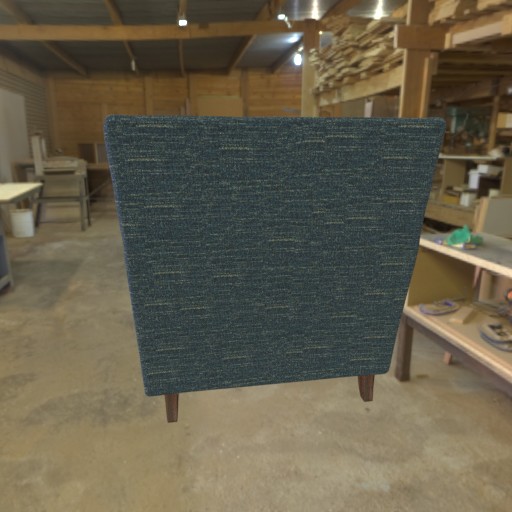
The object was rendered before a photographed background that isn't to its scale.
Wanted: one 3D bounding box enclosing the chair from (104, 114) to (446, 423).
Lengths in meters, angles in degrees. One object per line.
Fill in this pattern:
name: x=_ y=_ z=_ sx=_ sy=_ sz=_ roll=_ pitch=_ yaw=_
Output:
chair: x=0.000 y=0.000 z=1.601 sx=0.864 sy=0.928 sz=0.873 roll=-3 pitch=15 yaw=-10
